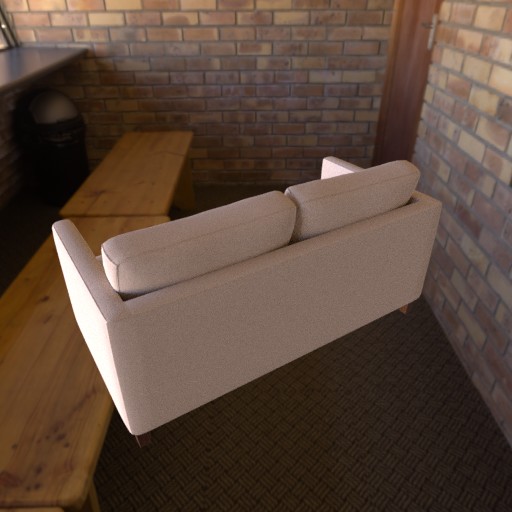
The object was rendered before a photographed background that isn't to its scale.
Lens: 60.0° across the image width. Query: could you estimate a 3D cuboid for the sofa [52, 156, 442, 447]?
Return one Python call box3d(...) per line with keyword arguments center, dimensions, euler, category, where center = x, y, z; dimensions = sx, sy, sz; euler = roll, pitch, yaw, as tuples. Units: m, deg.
box3d(center=(0.000, 0.000, 2.252), dimensions=(1.722, 0.888, 0.873), euler=(-19, 36, -28), category="sofa")
